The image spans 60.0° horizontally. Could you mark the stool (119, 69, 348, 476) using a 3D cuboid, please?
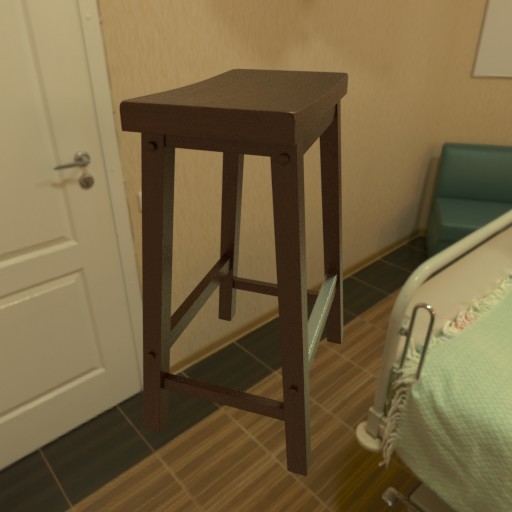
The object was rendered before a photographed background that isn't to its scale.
[{"bbox_3d":[0.000,0.000,0.836,0.322,0.610,0.406,9,30,16],"label":"stool"}]
